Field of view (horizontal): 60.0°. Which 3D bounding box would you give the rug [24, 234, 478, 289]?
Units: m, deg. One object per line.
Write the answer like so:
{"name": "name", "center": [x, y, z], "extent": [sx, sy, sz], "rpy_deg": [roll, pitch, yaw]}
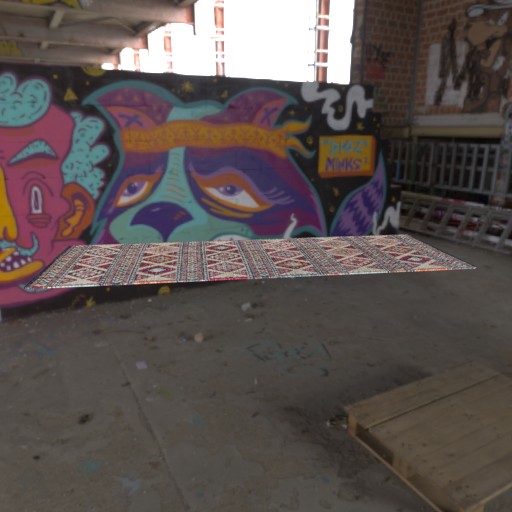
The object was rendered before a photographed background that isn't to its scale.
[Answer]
{"name": "rug", "center": [0.000, 0.000, 2.664], "extent": [2.362, 0.008, 0.832], "rpy_deg": [-2, 16, -8]}
